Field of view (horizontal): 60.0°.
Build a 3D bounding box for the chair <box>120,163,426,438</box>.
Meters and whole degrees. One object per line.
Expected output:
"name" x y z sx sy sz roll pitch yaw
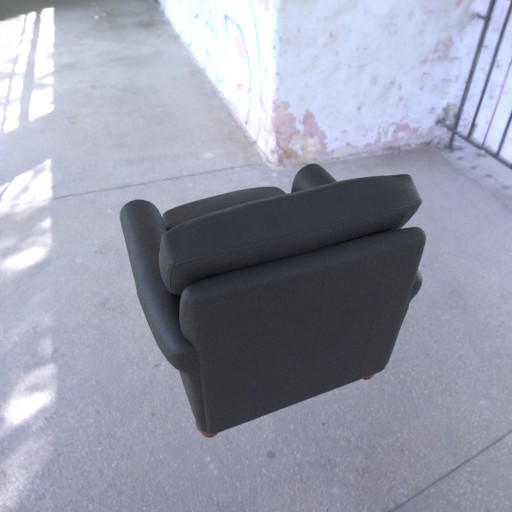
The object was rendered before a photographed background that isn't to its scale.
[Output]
"chair" 0.000 0.000 1.812 1.015 0.960 1.027 -11 43 -12
